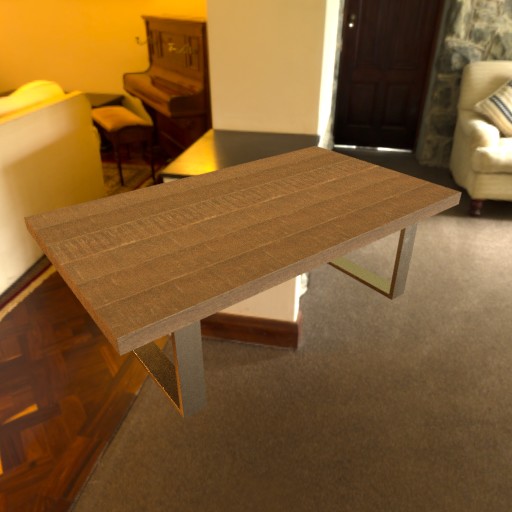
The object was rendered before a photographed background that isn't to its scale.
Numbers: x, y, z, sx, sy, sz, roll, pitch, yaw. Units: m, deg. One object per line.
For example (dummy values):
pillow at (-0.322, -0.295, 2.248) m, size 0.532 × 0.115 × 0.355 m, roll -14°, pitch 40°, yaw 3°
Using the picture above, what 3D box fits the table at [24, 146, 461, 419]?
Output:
table at (0.000, 0.000, 1.731) m, size 1.400 × 0.440 × 0.800 m, roll -21°, pitch 36°, yaw -32°
